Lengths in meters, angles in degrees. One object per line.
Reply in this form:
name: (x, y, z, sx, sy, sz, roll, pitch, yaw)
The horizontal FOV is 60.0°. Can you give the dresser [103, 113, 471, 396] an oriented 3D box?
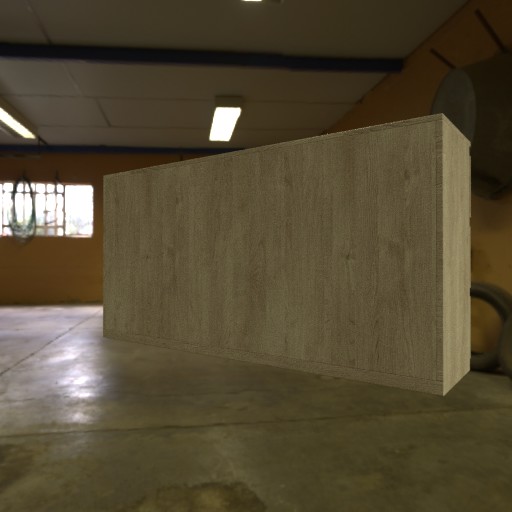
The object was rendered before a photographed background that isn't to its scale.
dresser: (0.000, 0.000, 1.867, 1.590, 0.795, 0.390, 0, 0, 36)
